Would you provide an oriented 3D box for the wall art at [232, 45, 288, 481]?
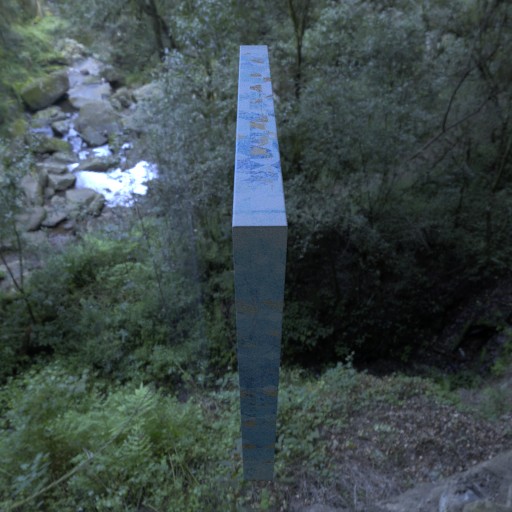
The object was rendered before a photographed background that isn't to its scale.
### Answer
[{"bbox_3d":[0.000,0.000,0.582,0.037,0.405,0.405,-1,41,-1],"label":"wall art"}]
